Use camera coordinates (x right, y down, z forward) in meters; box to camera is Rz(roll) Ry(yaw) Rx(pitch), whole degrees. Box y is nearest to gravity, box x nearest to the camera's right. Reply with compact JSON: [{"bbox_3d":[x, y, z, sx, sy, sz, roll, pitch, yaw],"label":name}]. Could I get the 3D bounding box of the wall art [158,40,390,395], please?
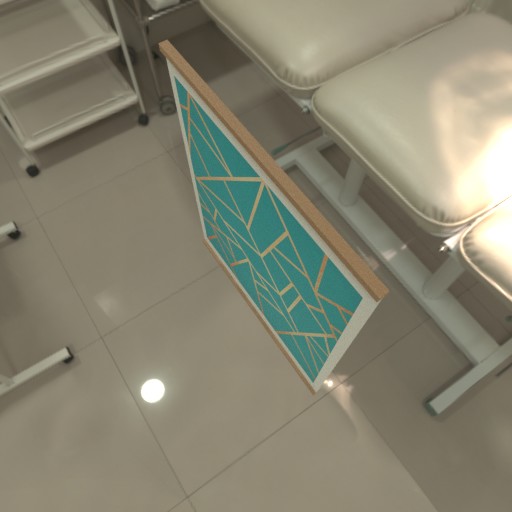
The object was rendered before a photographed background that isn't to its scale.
[{"bbox_3d":[0.000,0.000,0.696,0.012,0.508,0.405,-31,67,-15],"label":"wall art"}]
